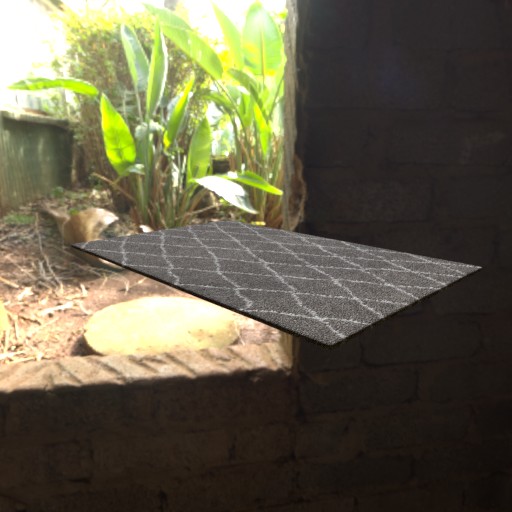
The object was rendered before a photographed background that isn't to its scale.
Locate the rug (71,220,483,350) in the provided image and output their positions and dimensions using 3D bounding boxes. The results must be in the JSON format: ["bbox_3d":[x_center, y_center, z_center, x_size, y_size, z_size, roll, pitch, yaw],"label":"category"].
[{"bbox_3d":[0.000,0.000,3.453,1.778,0.030,2.743,-14,20,-43],"label":"rug"}]
